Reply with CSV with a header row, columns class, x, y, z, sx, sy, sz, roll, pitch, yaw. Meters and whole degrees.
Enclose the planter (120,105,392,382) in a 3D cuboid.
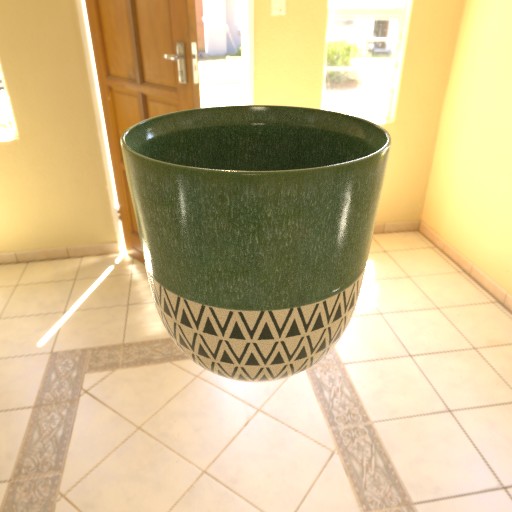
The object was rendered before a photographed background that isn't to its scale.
class,x,y,z,sx,sy,sz,roll,pitch,yaw
planter,0.000,0.000,0.381,0.195,0.214,0.195,0,29,0
